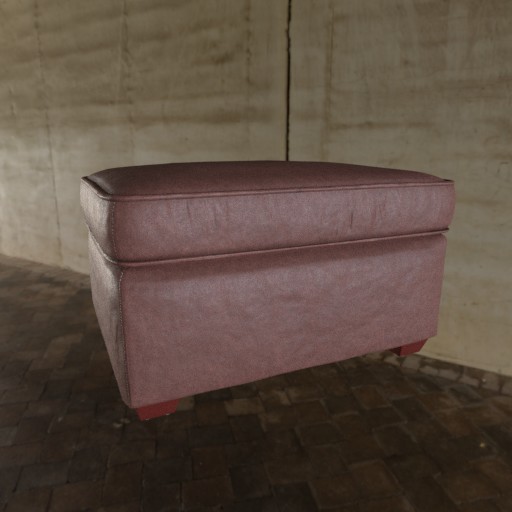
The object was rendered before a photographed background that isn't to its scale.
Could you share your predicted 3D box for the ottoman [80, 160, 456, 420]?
[{"bbox_3d":[0.000,0.000,1.070,0.749,0.449,0.548,-6,15,-24],"label":"ottoman"}]
